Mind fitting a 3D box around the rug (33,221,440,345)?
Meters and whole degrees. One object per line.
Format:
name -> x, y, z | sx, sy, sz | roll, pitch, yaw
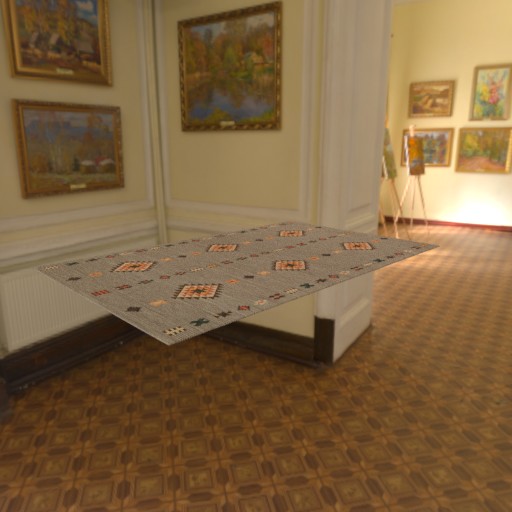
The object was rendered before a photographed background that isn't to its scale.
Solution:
rug -> 0.000, 0.000, 3.064 | 2.427, 0.007, 1.515 | -14, 20, -43
